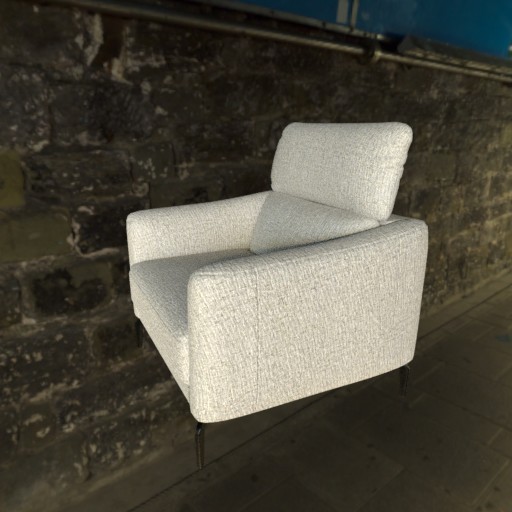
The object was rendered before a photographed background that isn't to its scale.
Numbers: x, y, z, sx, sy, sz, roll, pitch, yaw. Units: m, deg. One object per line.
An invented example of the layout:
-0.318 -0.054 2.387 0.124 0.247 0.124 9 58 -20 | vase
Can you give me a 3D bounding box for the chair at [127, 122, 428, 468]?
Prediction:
0.000 0.000 1.671 0.835 0.967 0.972 -8 18 -25 | chair
